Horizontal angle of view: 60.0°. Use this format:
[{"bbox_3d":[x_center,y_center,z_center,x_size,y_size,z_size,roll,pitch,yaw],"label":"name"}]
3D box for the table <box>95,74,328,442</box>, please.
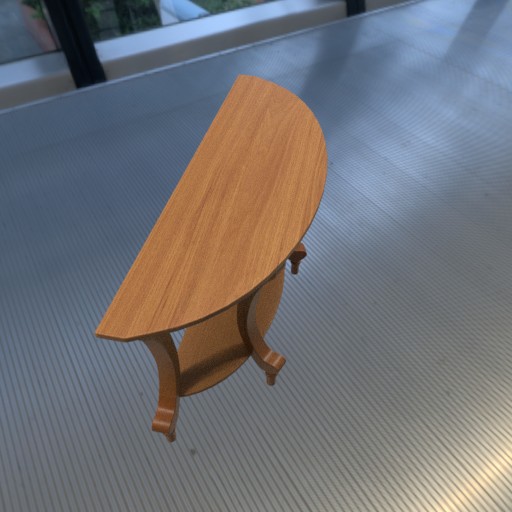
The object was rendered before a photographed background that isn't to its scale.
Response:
[{"bbox_3d":[0.000,0.000,1.505,0.394,0.692,1.198,9,47,9],"label":"table"}]
